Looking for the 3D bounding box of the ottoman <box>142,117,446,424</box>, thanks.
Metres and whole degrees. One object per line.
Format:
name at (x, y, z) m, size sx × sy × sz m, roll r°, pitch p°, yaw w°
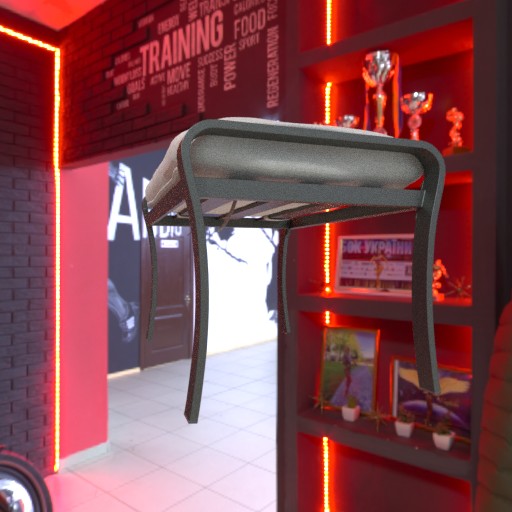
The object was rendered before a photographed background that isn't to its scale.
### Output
ottoman at (0.000, 0.000, 0.901) m, size 0.406 × 0.422 × 0.610 m, roll 0°, pitch 0°, yaw -19°
